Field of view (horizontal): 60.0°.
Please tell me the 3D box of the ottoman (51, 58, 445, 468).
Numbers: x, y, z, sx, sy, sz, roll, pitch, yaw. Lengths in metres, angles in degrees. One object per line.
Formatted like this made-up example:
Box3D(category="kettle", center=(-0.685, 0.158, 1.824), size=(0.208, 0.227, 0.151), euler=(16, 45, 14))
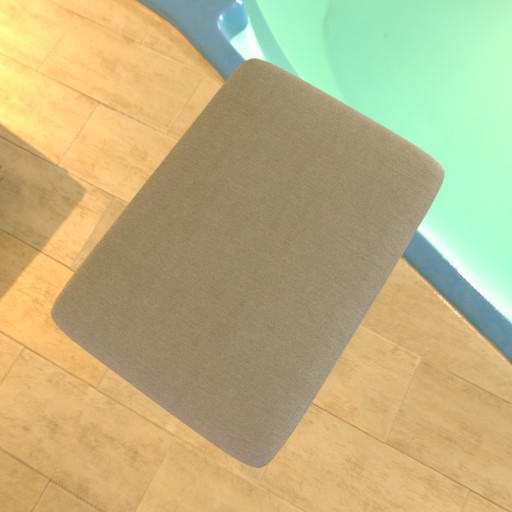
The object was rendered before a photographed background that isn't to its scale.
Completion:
Box3D(category="ottoman", center=(0.000, 0.000, 1.025), size=(0.528, 0.404, 0.735), euler=(33, 78, 8))
